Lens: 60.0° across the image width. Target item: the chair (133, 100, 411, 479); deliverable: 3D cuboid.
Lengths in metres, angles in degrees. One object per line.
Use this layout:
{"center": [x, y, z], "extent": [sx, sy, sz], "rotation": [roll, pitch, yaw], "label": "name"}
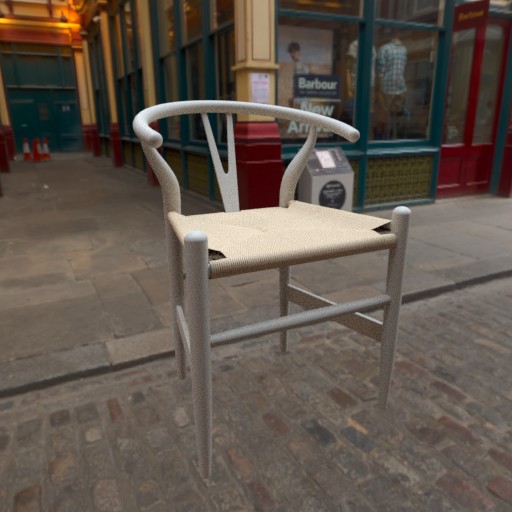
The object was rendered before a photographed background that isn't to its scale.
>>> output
{"center": [0.000, 0.000, 1.088], "extent": [0.533, 0.736, 0.500], "rotation": [-9, 19, -26], "label": "chair"}
